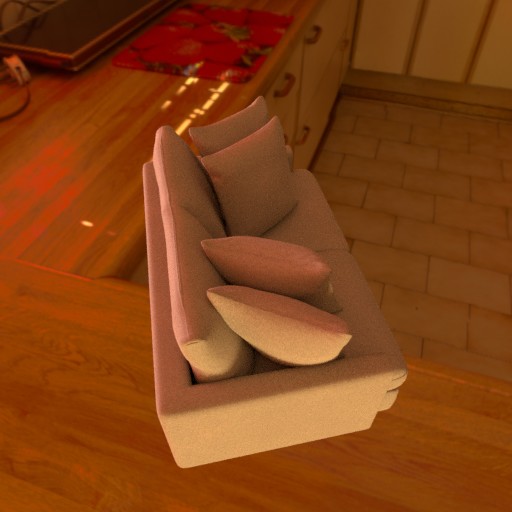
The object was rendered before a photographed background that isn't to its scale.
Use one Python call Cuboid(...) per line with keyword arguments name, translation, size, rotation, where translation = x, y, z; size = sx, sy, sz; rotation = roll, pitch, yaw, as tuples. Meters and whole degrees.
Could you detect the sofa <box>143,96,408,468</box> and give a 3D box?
Cuboid(name="sofa", translation=(0.000, 0.000, 2.609), size=(1.228, 1.080, 1.869), rotation=(-9, 47, -8))
